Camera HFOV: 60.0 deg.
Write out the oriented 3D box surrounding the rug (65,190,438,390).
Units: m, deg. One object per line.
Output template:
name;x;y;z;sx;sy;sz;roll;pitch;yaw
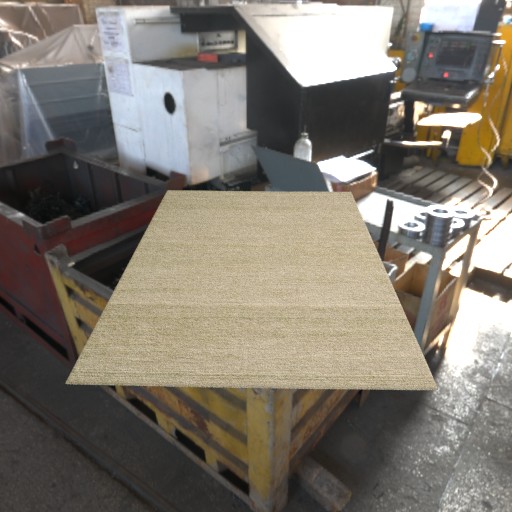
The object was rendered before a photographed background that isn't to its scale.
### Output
rug;0.000;0.000;5.002;2.782;0.025;3.935;1;30;1
